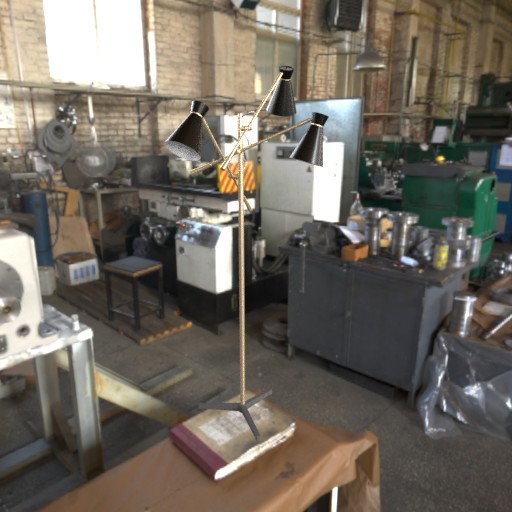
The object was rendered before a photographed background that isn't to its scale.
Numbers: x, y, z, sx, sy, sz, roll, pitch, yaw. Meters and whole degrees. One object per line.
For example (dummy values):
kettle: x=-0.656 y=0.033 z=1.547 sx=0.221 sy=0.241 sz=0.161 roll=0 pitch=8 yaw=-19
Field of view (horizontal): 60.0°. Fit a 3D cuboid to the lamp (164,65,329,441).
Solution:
lamp: x=0.000 y=0.000 z=2.179 sx=0.653 sy=1.804 sz=0.750 roll=3 pitch=15 yaw=10
